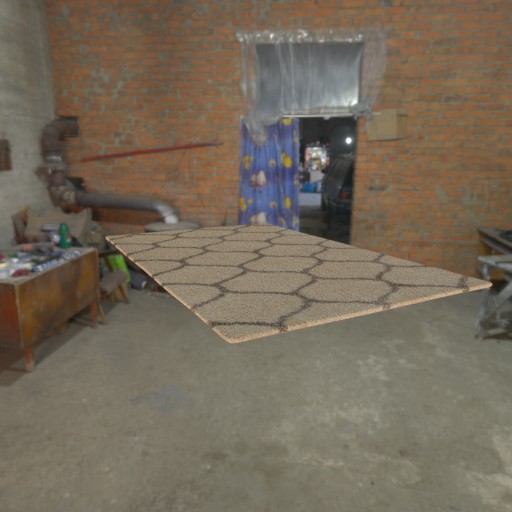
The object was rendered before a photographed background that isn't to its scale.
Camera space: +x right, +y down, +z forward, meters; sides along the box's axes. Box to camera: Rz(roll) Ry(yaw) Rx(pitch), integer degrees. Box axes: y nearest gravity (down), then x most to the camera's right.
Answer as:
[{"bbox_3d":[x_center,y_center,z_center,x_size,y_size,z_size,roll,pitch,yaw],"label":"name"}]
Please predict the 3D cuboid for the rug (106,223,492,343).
[{"bbox_3d":[0.000,0.000,2.930,1.501,0.024,2.348,-7,15,-28],"label":"rug"}]
